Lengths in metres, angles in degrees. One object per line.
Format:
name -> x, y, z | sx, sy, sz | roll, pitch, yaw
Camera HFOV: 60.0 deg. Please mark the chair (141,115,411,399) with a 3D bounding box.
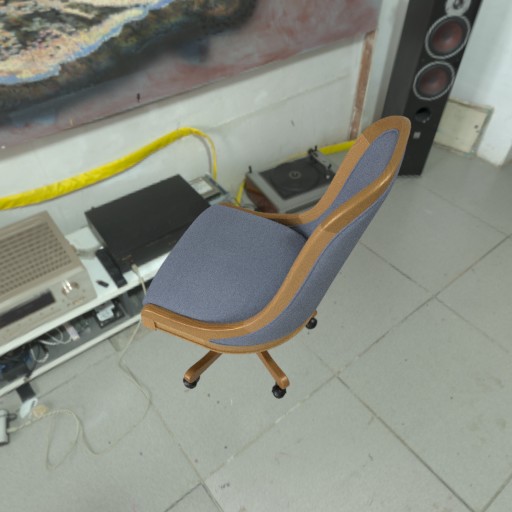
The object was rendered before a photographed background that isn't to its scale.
chair -> 0.000, 0.000, 1.464 | 0.735, 1.031, 0.605 | 16, 48, 15
